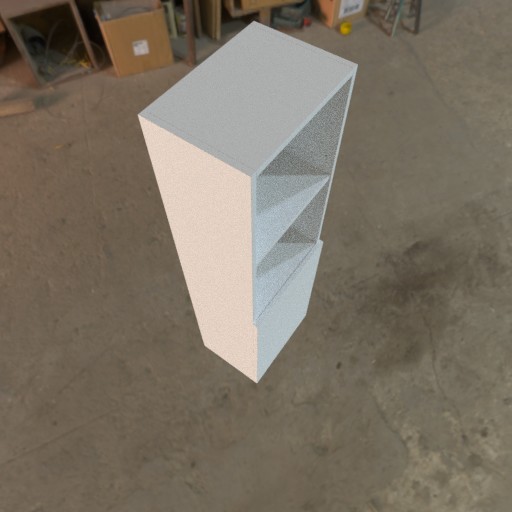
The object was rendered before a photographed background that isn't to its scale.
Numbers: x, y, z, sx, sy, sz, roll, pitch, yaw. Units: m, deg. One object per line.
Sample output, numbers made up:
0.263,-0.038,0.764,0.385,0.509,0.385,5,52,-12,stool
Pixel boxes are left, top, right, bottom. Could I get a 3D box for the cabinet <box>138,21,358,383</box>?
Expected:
0.000,0.000,1.509,0.300,1.350,0.400,32,64,18,cabinet
